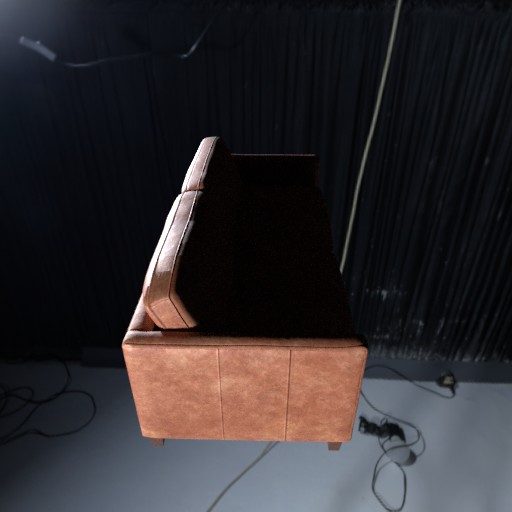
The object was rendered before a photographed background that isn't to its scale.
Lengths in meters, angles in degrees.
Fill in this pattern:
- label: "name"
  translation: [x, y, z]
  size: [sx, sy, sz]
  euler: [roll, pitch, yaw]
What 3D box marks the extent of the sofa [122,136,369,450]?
- label: "sofa"
  translation: [0.000, 0.000, 2.518]
  size: [0.923, 0.863, 1.971]
  euler: [1, 33, 1]
